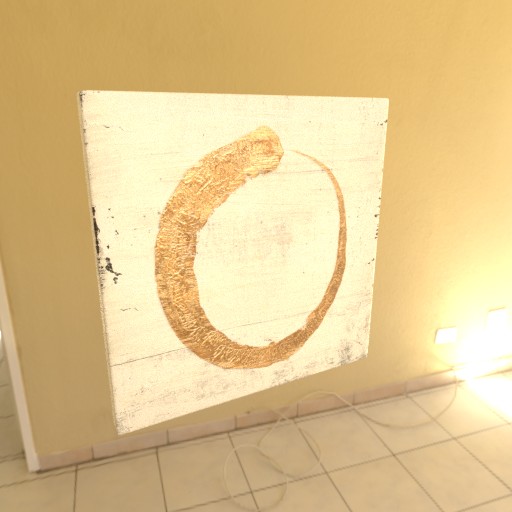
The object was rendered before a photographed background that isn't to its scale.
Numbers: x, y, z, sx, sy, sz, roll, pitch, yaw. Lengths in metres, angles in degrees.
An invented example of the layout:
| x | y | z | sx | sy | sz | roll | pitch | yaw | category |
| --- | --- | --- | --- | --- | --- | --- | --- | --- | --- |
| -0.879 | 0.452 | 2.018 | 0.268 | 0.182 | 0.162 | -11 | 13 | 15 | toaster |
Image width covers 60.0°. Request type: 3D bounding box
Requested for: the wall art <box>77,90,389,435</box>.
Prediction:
| x | y | z | sx | sy | sz | roll | pitch | yaw | category |
| --- | --- | --- | --- | --- | --- | --- | --- | --- | --- |
| 0.000 | 0.000 | 0.895 | 0.610 | 0.611 | 0.040 | -9 | 20 | -27 | wall art |
